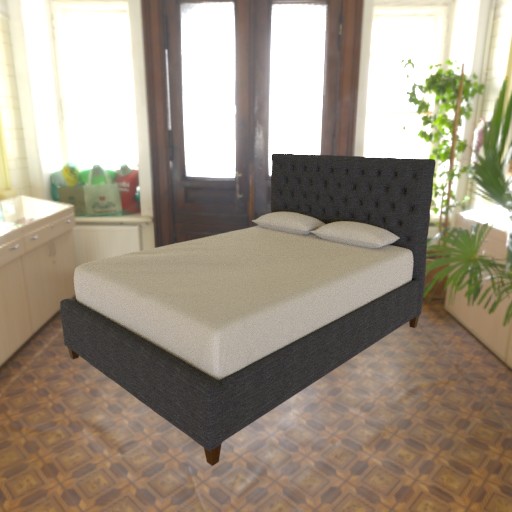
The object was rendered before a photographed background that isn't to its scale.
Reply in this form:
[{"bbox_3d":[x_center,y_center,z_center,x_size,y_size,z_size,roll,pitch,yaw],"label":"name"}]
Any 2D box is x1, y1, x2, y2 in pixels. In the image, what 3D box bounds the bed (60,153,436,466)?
[{"bbox_3d":[0.000,0.000,3.395,1.698,1.427,2.387,14,21,42],"label":"bed"}]
